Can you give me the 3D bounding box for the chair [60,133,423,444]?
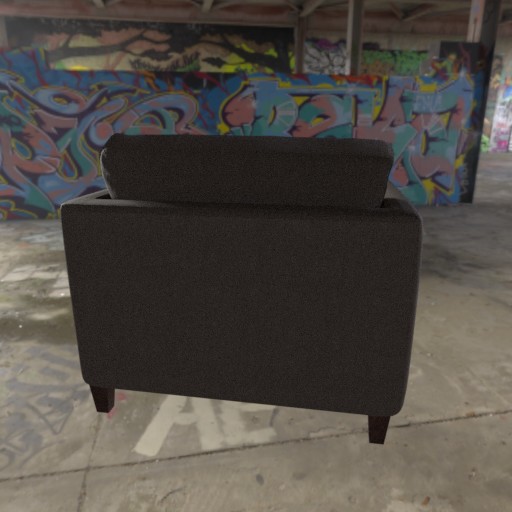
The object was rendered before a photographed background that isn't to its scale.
[{"bbox_3d":[0.000,0.000,1.785,1.107,0.963,0.959,3,17,9],"label":"chair"}]
